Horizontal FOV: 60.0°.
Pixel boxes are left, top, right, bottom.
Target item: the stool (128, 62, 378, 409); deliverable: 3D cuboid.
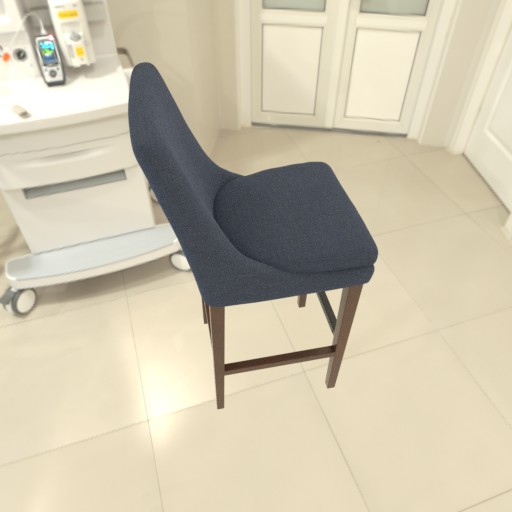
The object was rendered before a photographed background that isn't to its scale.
[{"bbox_3d":[0.000,0.000,1.377,0.577,1.078,0.470,-8,46,-8],"label":"stool"}]
